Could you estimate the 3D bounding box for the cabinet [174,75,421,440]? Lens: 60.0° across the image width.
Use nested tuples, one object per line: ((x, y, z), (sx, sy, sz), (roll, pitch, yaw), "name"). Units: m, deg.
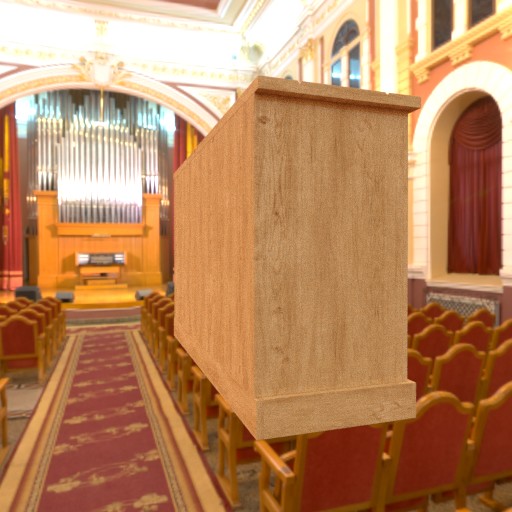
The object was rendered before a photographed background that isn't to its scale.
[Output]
((0.000, 0.000, 1.673), (0.432, 0.810, 1.321), (0, 1, -18), "cabinet")
